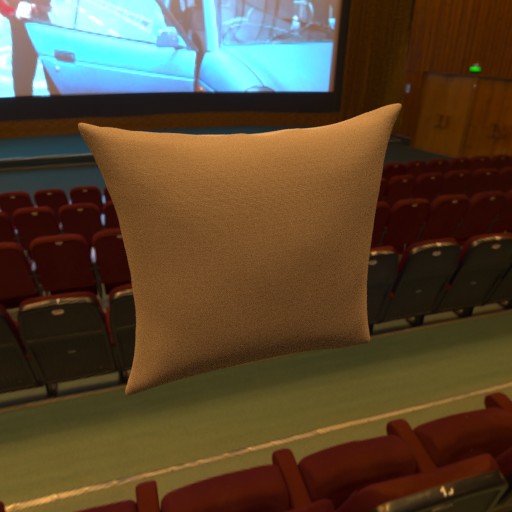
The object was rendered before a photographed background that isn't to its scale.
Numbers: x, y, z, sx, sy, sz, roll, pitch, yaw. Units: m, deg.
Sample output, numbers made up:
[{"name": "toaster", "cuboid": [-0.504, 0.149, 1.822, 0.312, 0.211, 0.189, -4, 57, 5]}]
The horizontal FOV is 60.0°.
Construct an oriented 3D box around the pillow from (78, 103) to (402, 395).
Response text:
[{"name": "pillow", "cuboid": [0.000, 0.000, 0.785, 0.512, 0.497, 0.204, -8, 28, -15]}]
